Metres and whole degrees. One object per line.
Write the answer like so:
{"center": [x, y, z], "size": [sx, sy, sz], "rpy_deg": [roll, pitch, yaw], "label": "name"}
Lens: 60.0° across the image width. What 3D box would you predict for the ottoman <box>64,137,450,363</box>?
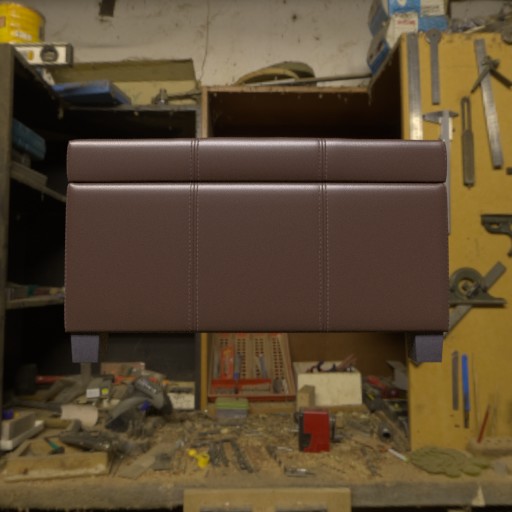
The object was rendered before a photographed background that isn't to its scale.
{"center": [0.000, 0.000, 1.273], "size": [0.787, 0.460, 0.788], "rpy_deg": [0, -2, 0], "label": "ottoman"}
